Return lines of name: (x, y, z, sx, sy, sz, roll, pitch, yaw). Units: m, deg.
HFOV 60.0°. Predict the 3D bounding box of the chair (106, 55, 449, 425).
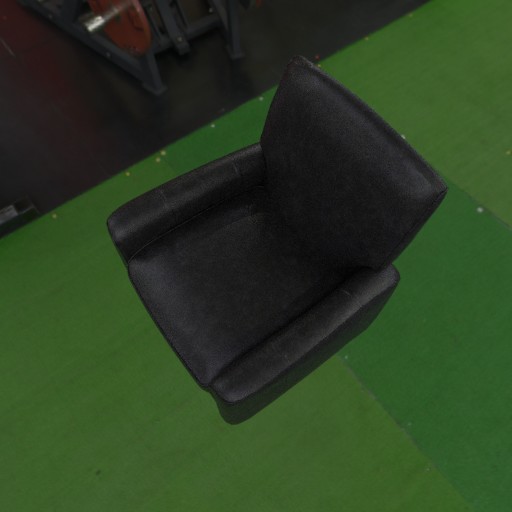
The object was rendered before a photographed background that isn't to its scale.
chair: (0.000, 0.000, 1.634, 0.864, 1.014, 0.848, -33, 67, -16)
